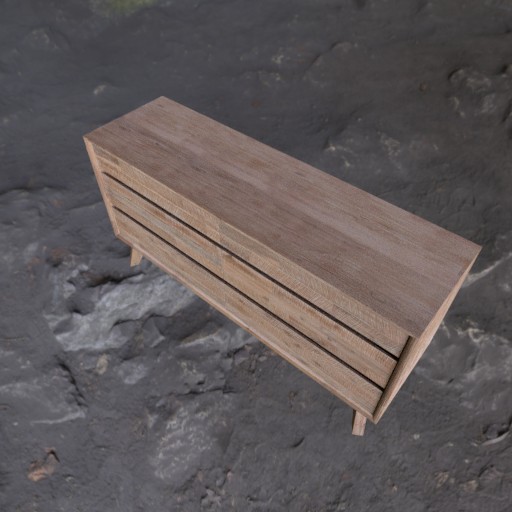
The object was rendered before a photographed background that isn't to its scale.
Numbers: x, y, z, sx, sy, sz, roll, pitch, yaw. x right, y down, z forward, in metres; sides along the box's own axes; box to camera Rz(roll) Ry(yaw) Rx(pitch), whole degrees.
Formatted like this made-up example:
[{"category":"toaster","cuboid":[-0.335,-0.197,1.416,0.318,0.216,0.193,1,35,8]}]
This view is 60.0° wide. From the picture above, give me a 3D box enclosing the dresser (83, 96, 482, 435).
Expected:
[{"category":"dresser","cuboid":[0.000,0.000,1.968,1.554,0.805,0.455,32,55,26]}]
